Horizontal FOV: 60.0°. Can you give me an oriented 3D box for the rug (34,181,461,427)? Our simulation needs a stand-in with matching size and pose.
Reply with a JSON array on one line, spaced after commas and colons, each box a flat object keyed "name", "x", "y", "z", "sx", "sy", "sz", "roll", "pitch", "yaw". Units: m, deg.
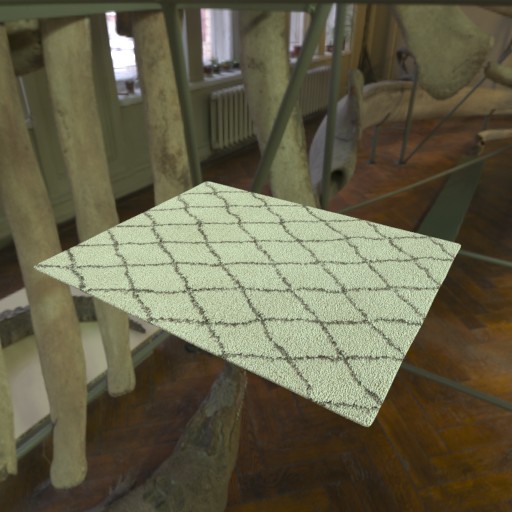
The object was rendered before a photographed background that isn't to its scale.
[{"name": "rug", "x": 0.000, "y": 0.000, "z": 4.013, "sx": 3.047, "sy": 0.029, "sz": 2.438, "roll": 18, "pitch": 35, "yaw": 28}]
